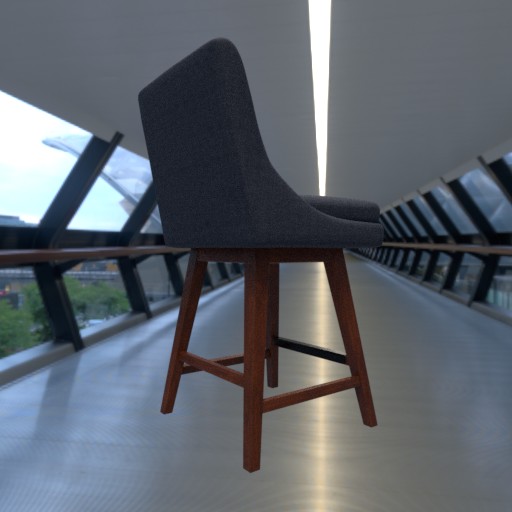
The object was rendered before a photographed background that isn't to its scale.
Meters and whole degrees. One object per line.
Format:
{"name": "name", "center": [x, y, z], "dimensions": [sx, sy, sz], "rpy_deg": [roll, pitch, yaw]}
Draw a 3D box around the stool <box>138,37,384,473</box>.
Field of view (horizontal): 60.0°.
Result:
{"name": "stool", "center": [0.000, 0.000, 1.191], "dimensions": [0.524, 0.895, 0.467], "rpy_deg": [-1, 1, -37]}
